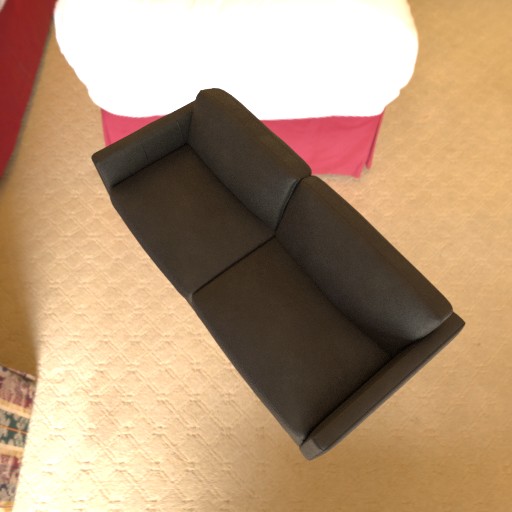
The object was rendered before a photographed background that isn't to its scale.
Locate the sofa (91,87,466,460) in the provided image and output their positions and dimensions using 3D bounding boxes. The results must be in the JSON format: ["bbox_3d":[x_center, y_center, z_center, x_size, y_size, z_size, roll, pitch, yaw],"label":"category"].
[{"bbox_3d":[0.000,0.000,2.455,0.933,0.863,1.971,-35,67,-17],"label":"sofa"}]
